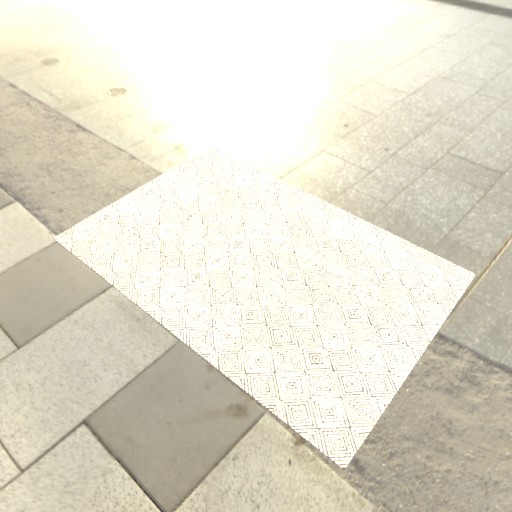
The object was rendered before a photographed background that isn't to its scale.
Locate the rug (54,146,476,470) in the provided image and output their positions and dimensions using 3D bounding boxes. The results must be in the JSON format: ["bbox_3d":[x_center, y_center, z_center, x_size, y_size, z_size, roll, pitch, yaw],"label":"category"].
[{"bbox_3d":[0.000,0.000,2.226,1.783,0.008,1.175,31,53,27],"label":"rug"}]
